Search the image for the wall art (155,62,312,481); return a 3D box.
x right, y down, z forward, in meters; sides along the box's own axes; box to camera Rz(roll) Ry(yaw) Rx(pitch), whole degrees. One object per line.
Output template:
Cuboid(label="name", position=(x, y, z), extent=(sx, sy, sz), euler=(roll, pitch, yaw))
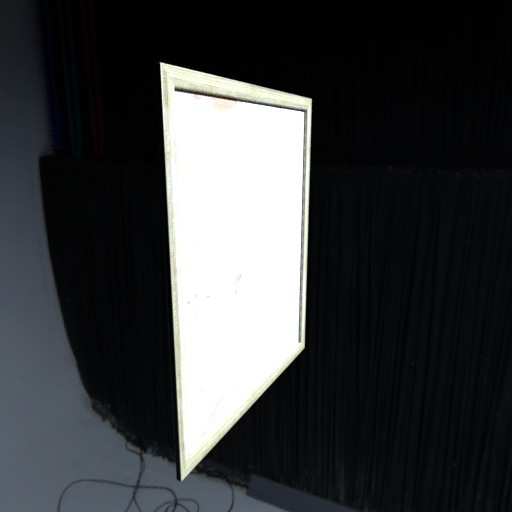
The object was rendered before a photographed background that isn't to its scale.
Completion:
Cuboid(label="wall art", position=(0.000, 0.000, 0.775), extent=(0.009, 0.559, 0.483), euler=(7, 16, 26))
